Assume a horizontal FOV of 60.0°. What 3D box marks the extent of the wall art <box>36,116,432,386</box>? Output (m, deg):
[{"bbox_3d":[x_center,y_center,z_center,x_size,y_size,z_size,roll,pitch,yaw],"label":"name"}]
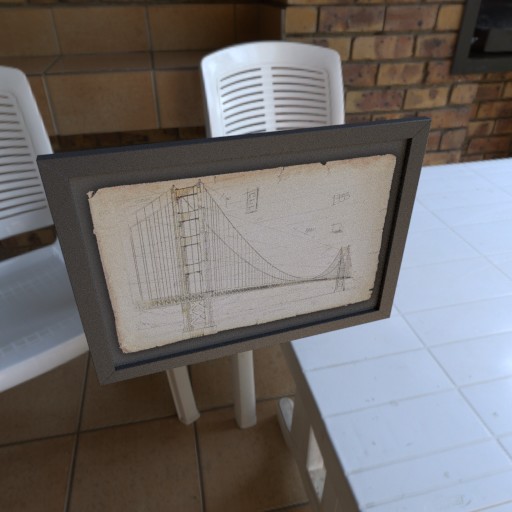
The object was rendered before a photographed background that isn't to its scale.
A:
[{"bbox_3d":[0.000,0.000,0.554,0.432,0.306,0.016,-10,34,-15],"label":"wall art"}]
